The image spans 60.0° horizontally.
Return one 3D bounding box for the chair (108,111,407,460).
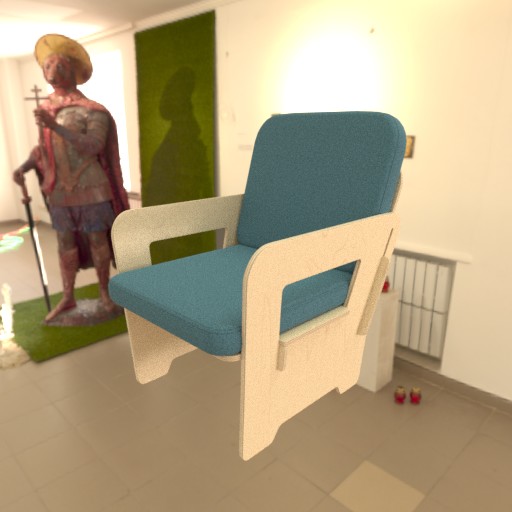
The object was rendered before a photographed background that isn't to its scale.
[{"bbox_3d":[0.000,0.000,1.186,0.657,0.747,0.547,-16,22,-43],"label":"chair"}]
